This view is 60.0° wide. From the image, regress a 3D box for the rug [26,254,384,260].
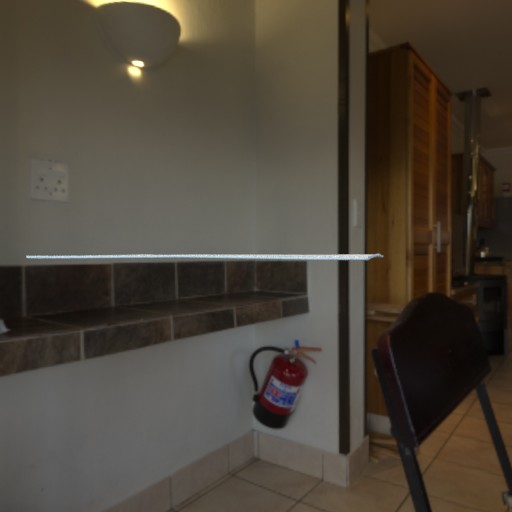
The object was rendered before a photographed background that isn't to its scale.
[{"bbox_3d":[0.000,0.000,3.001,1.613,0.030,2.306,0,0,18],"label":"rug"}]
